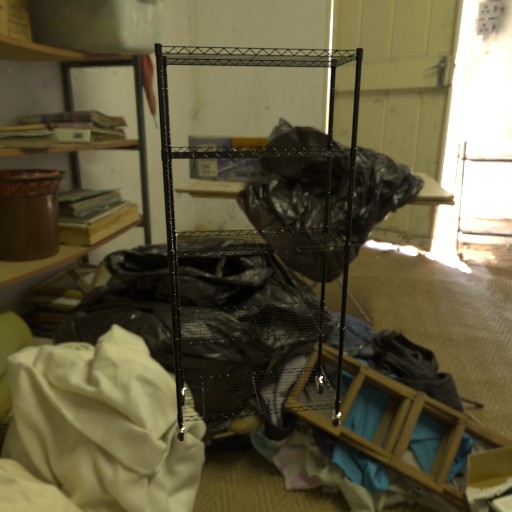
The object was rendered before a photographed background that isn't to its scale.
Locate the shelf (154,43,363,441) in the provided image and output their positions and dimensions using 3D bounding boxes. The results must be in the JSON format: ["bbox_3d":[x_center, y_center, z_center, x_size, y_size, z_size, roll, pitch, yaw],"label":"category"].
[{"bbox_3d":[0.000,0.000,1.953,0.762,1.645,0.356,-2,17,-8],"label":"shelf"}]
